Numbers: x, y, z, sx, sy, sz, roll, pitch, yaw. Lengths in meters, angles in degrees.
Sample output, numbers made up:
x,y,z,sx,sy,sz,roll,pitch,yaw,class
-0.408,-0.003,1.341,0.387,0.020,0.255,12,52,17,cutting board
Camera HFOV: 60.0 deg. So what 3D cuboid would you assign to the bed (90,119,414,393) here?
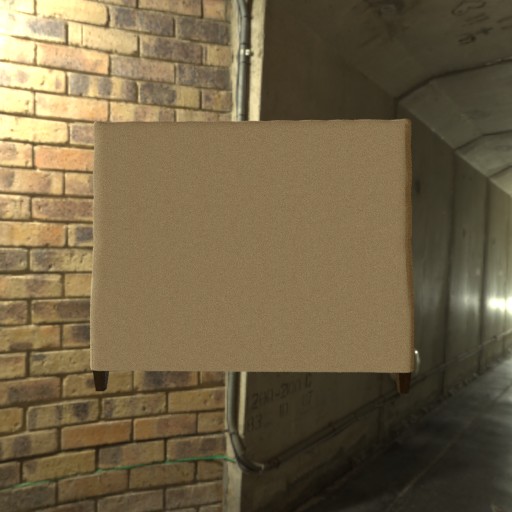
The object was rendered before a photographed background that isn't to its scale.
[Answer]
x,y,z,sx,sy,sz,roll,pitch,yaw,class
0.000,0.000,3.474,1.698,1.427,2.387,0,0,1,bed
